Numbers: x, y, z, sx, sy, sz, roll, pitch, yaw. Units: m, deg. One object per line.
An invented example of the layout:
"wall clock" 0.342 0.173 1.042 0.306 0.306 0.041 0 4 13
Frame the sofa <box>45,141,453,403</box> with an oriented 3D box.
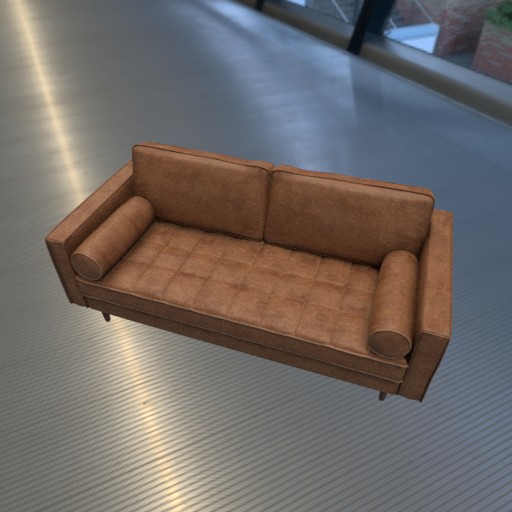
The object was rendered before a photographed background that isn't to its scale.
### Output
"sofa" 0.000 0.000 2.379 1.920 0.825 0.924 13 42 14
